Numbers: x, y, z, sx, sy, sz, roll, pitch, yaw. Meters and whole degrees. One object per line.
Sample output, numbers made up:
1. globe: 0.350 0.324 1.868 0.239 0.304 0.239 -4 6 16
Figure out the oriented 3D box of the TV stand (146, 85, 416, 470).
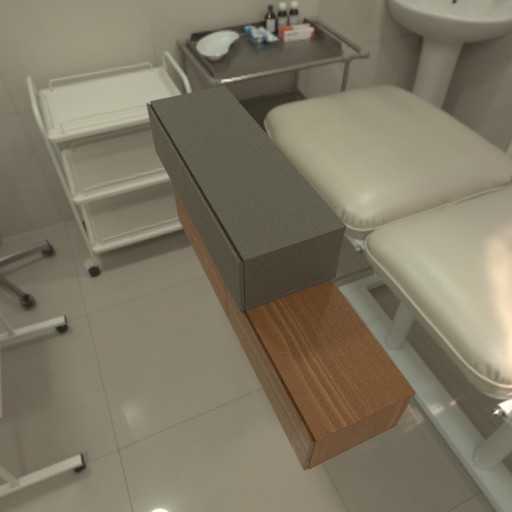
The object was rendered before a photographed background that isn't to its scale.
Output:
1. TV stand: 0.000 0.000 1.565 0.329 0.591 1.336 -18 50 -16
